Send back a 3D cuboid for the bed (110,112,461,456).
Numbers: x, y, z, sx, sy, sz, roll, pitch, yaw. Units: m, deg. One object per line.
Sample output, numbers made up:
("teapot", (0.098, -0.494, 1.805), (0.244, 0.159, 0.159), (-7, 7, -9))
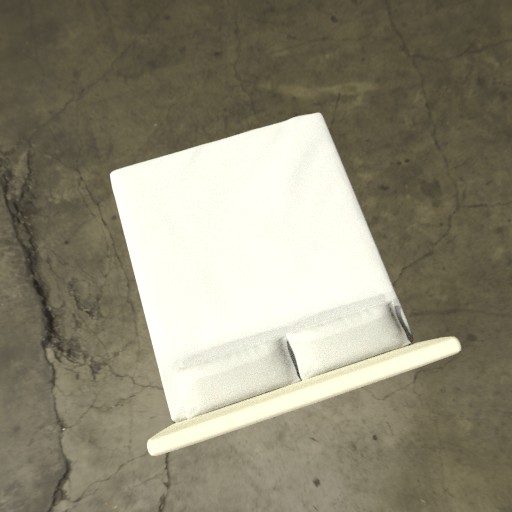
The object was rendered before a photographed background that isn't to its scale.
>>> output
("bed", (0.000, 0.000, 3.604), (2.119, 1.317, 2.341), (-17, 75, -5))
